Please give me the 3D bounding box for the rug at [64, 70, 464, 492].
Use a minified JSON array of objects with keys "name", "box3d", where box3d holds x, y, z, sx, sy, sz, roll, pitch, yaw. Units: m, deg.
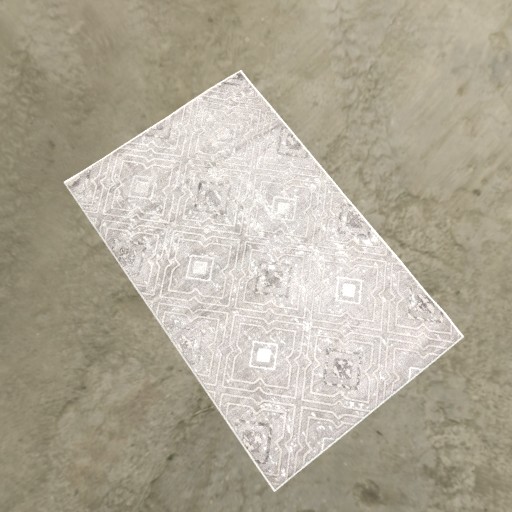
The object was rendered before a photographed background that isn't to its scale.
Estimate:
[{"name":"rug","box3d":[0.000,0.000,2.967,1.537,0.036,2.447,-36,79,-8]}]
